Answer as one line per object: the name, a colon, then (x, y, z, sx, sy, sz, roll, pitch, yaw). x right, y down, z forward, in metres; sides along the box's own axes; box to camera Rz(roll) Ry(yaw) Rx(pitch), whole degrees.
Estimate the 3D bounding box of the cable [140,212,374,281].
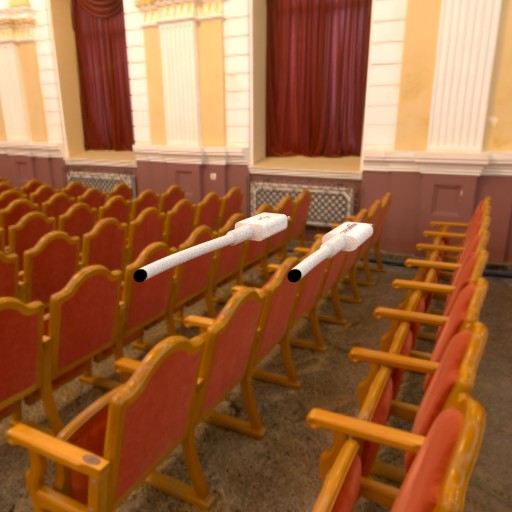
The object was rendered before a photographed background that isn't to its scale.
cable: (0.000, 0.000, 0.115, 0.040, 0.006, 0.098, 8, 18, 26)
